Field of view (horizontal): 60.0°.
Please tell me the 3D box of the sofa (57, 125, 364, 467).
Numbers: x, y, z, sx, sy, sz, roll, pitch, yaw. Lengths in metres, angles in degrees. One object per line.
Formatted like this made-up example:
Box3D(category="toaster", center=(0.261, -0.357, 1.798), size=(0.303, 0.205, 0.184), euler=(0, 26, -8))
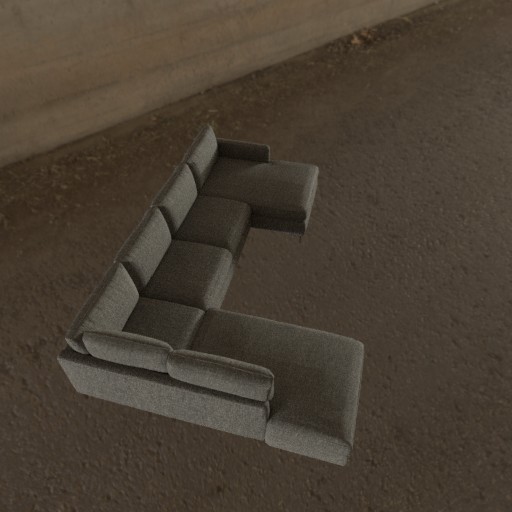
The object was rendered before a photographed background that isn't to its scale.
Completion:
Box3D(category="sofa", center=(0.000, 0.000, 3.607), size=(1.879, 0.756, 2.737), euler=(11, 47, 10))
